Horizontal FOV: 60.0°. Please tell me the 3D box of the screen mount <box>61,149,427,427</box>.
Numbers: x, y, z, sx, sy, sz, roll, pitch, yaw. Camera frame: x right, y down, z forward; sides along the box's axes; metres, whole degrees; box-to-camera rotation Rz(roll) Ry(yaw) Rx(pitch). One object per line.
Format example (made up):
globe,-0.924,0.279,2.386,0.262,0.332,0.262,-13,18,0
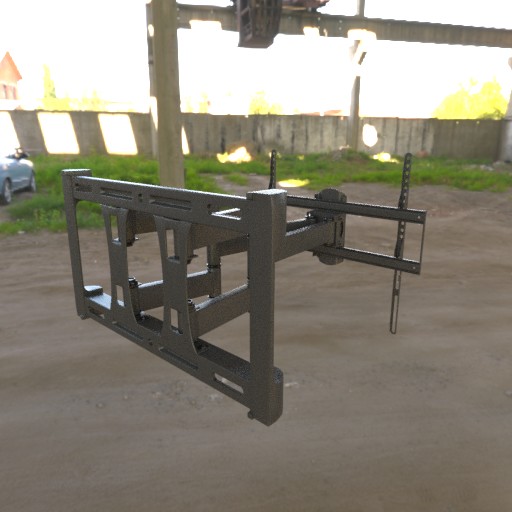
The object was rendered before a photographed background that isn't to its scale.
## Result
screen mount,0.000,0.000,0.943,0.571,0.424,0.556,14,20,42
